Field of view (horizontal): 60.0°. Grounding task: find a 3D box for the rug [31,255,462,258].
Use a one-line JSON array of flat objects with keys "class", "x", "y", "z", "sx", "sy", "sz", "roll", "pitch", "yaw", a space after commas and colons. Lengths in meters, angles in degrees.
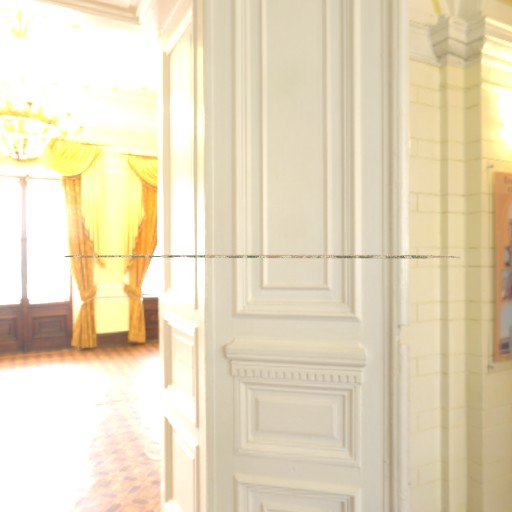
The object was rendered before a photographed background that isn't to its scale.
[{"class": "rug", "x": 0.000, "y": 0.000, "z": 2.319, "sx": 1.829, "sy": 0.010, "sz": 1.219, "roll": 0, "pitch": 0, "yaw": 17}]
